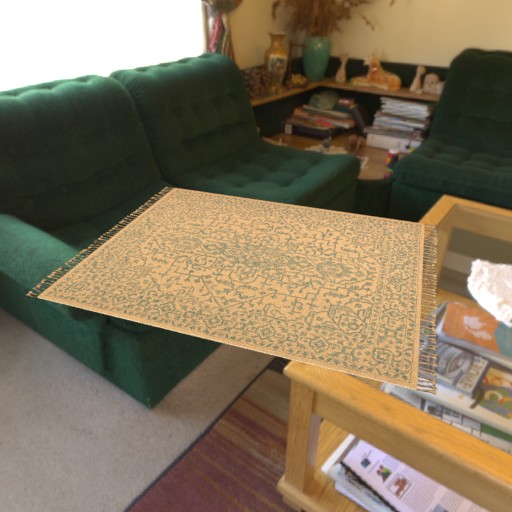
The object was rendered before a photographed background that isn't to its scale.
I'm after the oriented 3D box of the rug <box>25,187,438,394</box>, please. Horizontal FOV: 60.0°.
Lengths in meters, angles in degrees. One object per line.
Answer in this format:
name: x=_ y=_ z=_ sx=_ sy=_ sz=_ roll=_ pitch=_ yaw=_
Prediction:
rug: x=0.000 y=0.000 z=4.275 sx=3.327 sy=0.010 sz=2.464 roll=10 pitch=33 yaw=16
